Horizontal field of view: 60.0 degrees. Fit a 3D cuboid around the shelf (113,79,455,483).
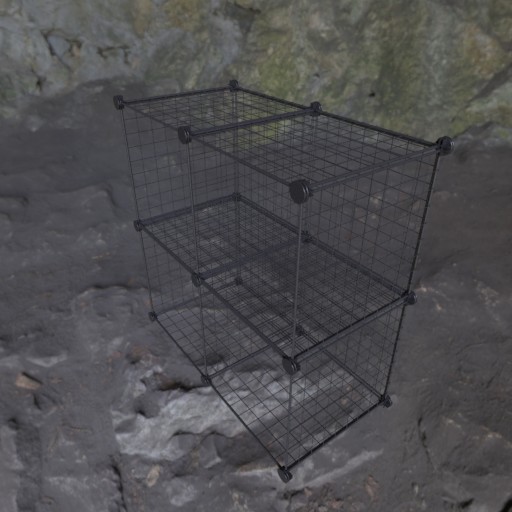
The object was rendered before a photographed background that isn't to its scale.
[{"bbox_3d":[0.000,0.000,1.124,0.356,0.711,0.711,-21,38,-30],"label":"shelf"}]
